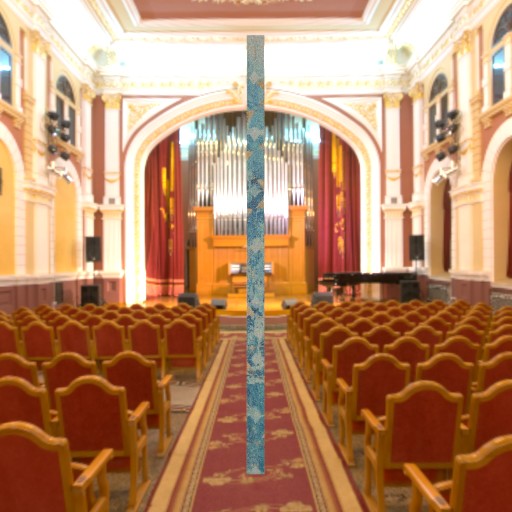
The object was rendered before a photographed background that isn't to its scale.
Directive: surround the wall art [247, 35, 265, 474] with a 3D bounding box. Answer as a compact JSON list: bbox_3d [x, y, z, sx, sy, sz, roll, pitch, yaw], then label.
[{"bbox_3d":[0.000,0.000,1.380,0.040,0.916,0.916,0,-1,0],"label":"wall art"}]
